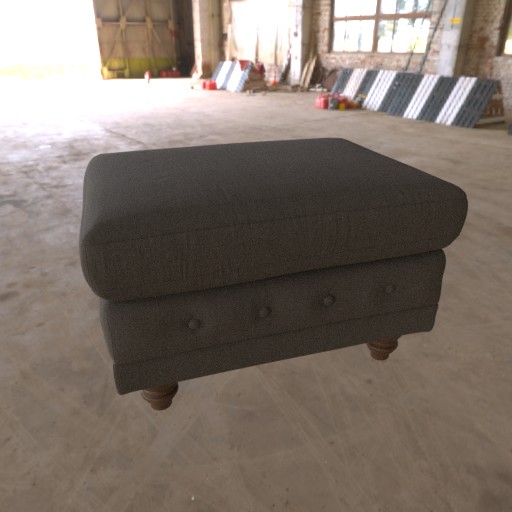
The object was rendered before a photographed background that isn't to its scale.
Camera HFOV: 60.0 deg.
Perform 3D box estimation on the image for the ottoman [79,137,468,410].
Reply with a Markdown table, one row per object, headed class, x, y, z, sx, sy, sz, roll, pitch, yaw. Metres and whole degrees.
| class | x | y | z | sx | sy | sz | roll | pitch | yaw |
| --- | --- | --- | --- | --- | --- | --- | --- | --- | --- |
| ottoman | 0.000 | 0.000 | 1.119 | 0.771 | 0.500 | 0.569 | -8 | 27 | -16 |
